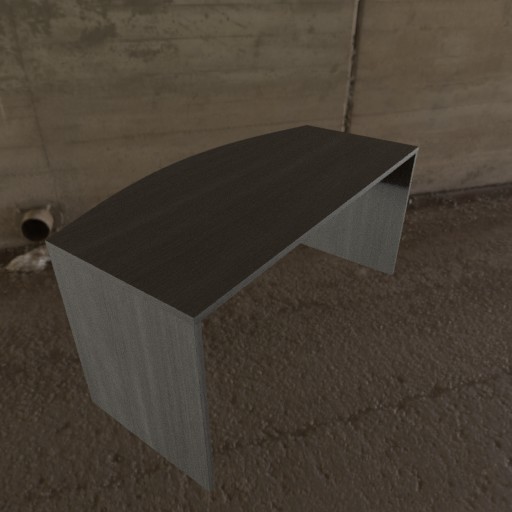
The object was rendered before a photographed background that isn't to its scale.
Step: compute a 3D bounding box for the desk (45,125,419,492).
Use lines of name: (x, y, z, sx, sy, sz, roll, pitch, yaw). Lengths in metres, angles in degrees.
desk: (0.000, 0.000, 2.018, 0.802, 0.750, 1.600, 21, 38, 30)
